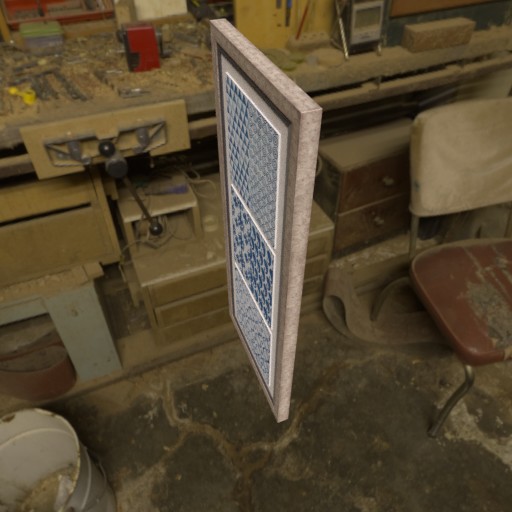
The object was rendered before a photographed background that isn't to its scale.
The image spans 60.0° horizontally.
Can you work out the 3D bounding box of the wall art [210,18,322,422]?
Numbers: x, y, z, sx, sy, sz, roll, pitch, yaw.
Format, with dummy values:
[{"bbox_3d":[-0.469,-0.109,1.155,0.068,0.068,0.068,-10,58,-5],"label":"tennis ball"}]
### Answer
[{"bbox_3d":[0.000,0.000,1.668,0.051,1.461,0.648,-16,47,-15],"label":"wall art"}]
